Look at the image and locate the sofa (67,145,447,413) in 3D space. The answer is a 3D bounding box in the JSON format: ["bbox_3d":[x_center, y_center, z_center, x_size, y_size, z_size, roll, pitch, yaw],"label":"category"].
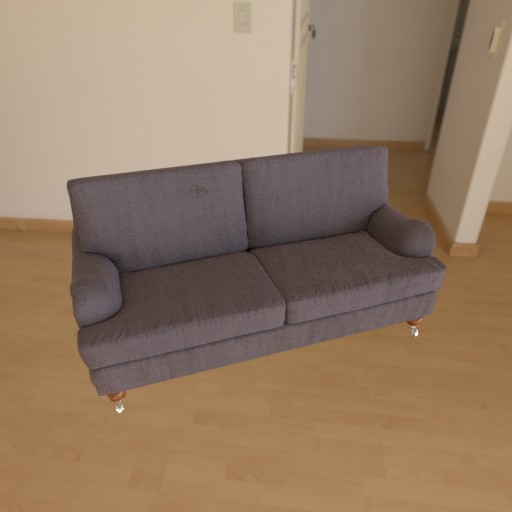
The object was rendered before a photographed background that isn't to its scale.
[{"bbox_3d":[0.000,0.000,2.804,2.165,1.087,1.086,-10,34,-16],"label":"sofa"}]
